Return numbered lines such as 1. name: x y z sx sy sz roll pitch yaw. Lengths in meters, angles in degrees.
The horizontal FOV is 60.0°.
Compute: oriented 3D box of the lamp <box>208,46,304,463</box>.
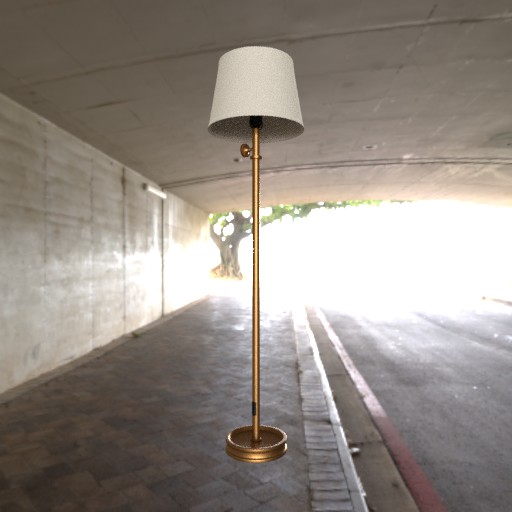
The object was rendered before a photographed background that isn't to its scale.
1. lamp: 0.000 0.000 0.818 0.178 0.710 0.178 0 0 0
